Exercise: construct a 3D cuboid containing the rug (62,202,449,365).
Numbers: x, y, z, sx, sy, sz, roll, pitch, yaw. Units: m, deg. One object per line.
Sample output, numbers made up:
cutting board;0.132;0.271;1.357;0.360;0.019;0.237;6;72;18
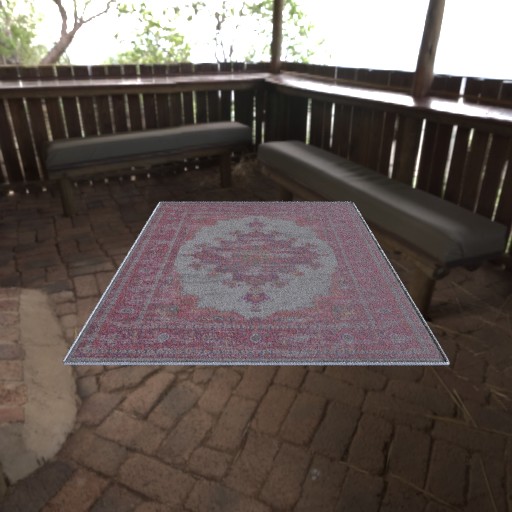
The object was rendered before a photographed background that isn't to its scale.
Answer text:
rug;0.000;0.000;4.185;2.447;0.017;3.123;0;26;0
